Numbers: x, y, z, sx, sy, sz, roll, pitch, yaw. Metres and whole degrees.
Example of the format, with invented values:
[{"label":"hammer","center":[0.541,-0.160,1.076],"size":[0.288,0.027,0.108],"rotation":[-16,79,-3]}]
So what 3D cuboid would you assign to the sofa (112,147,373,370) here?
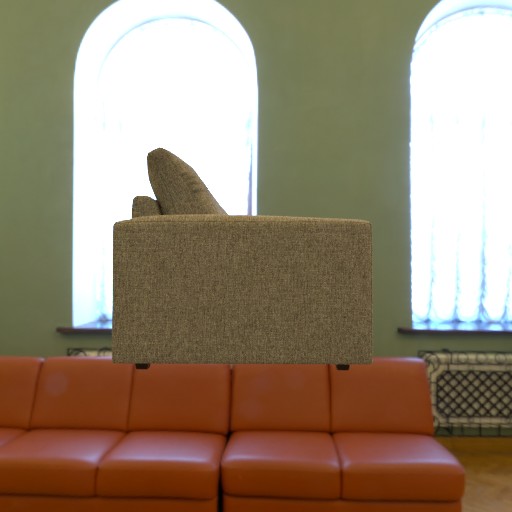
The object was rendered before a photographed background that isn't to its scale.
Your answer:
[{"label":"sofa","center":[0.000,0.000,2.795],"size":[1.040,0.922,2.299],"rotation":[0,-1,1]}]
